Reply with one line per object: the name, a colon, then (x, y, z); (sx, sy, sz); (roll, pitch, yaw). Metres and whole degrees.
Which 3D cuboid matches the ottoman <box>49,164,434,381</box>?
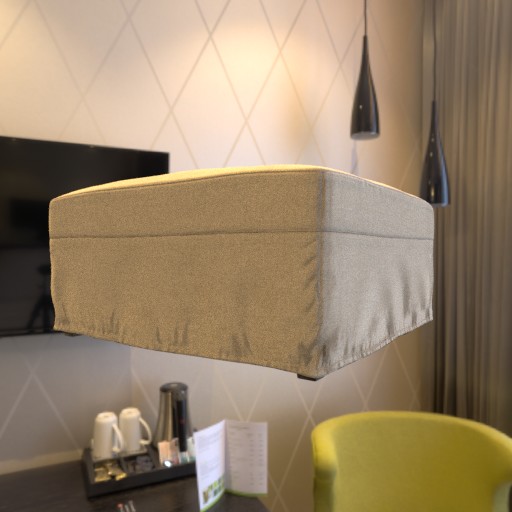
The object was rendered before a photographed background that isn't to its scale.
ottoman: (0.000, 0.000, 1.314); (0.843, 0.436, 0.840); (0, 1, 34)
